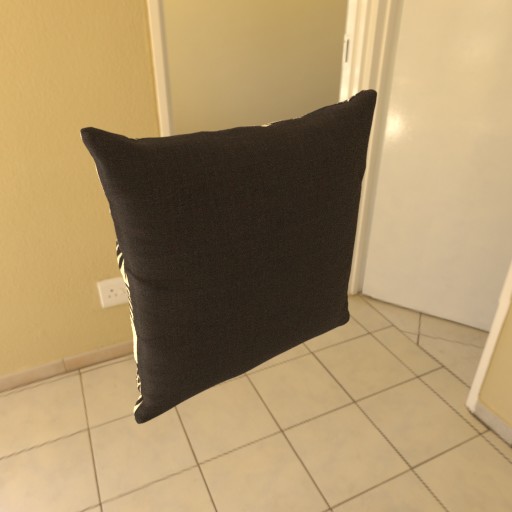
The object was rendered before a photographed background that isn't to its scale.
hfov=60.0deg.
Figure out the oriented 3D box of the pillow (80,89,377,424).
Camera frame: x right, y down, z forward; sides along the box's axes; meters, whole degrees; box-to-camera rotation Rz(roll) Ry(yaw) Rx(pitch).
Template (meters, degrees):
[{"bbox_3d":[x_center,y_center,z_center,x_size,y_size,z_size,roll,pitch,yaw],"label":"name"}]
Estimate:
[{"bbox_3d":[0.000,0.000,0.657,0.432,0.432,0.139,-19,35,-29],"label":"pillow"}]
